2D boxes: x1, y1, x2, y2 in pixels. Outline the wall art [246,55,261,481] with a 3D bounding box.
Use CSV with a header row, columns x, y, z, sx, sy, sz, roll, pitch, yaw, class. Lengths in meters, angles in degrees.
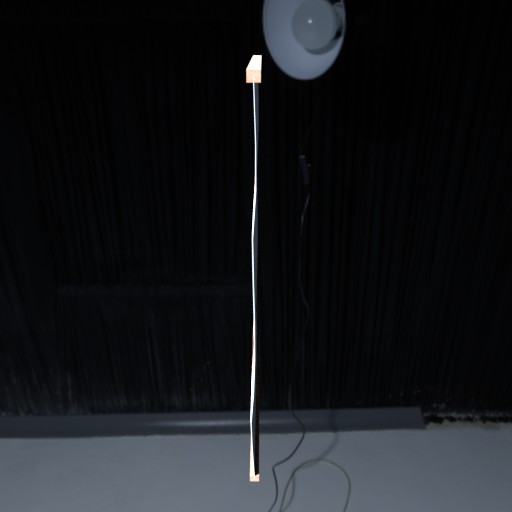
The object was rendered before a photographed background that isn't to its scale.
x,y,z,sx,sy,sz,roll,pitch,yaw,class
0.000,0.000,0.630,0.012,0.508,0.332,0,26,1,wall art
